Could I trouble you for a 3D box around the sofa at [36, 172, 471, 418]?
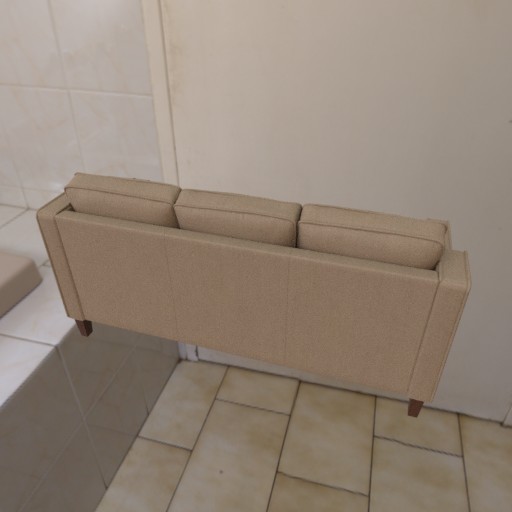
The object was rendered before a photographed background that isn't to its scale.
[{"bbox_3d":[0.000,0.000,2.456,1.986,0.974,0.911,10,34,15],"label":"sofa"}]
